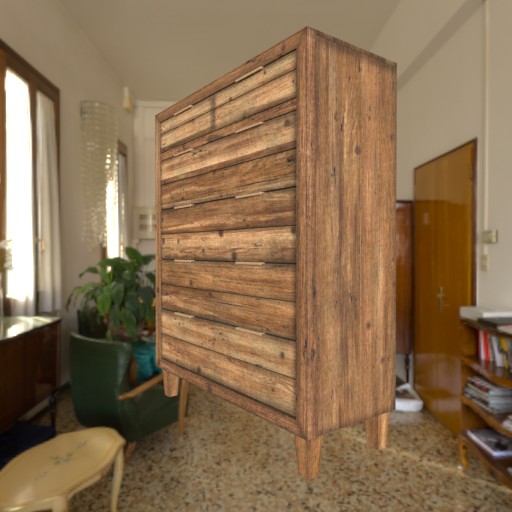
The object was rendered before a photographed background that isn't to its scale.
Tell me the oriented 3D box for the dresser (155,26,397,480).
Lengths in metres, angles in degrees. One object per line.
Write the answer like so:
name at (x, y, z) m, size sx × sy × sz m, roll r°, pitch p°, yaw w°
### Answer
dresser at (0.000, 0.000, 1.857) m, size 0.438 × 1.359 × 1.067 m, roll 0°, pitch 1°, yaw -37°
